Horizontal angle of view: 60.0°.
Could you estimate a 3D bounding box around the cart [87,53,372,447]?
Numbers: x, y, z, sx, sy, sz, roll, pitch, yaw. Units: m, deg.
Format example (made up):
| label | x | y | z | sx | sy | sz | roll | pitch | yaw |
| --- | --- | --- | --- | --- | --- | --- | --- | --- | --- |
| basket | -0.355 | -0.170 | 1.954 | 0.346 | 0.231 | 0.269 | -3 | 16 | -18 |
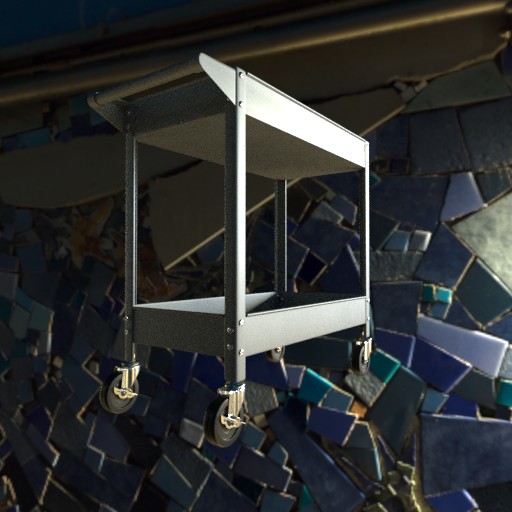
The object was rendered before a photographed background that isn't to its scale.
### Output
| label | x | y | z | sx | sy | sz | roll | pitch | yaw |
| --- | --- | --- | --- | --- | --- | --- | --- | --- | --- |
| cart | 0.000 | 0.000 | 1.172 | 0.366 | 0.719 | 0.779 | -1 | -1 | 36 |
